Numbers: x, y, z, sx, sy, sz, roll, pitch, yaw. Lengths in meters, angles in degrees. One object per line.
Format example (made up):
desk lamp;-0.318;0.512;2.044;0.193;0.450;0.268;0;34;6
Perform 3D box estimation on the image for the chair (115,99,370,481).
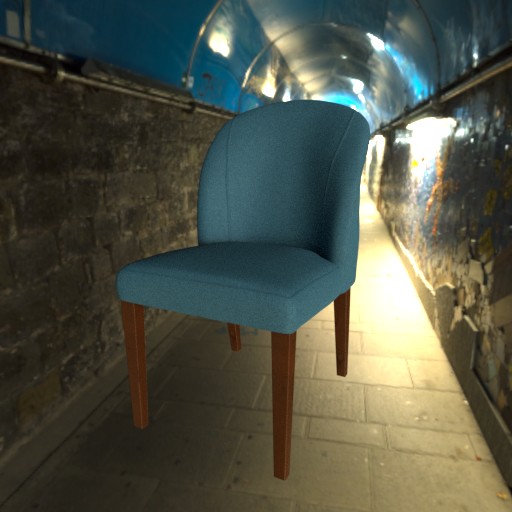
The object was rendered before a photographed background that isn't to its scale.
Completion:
chair;0.000;0.000;1.242;0.507;0.879;0.620;7;16;26
